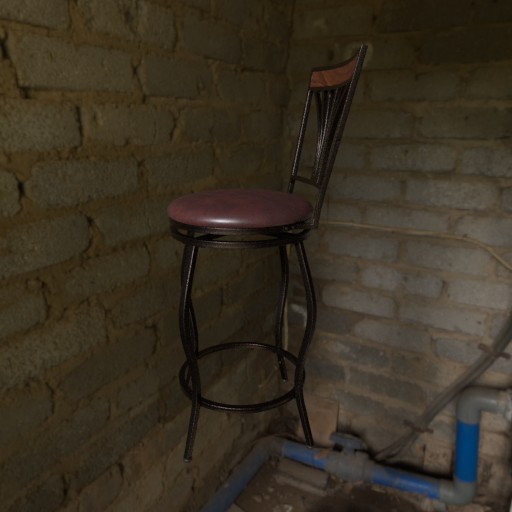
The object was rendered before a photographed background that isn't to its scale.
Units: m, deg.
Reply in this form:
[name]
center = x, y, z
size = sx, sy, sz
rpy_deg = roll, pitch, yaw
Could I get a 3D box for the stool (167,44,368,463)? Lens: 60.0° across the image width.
[stool]
center = 0.000, 0.000, 1.347
size = 0.514, 1.117, 0.433
rpy_deg = -2, 16, -8
